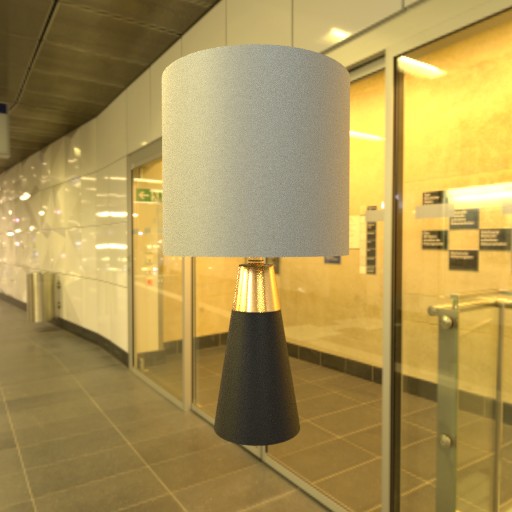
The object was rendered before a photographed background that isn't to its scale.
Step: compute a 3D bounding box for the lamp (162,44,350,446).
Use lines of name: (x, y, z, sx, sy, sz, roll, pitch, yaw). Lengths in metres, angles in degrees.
lamp: (0.000, 0.000, 0.748, 0.308, 0.580, 0.308, 1, 2, 37)
